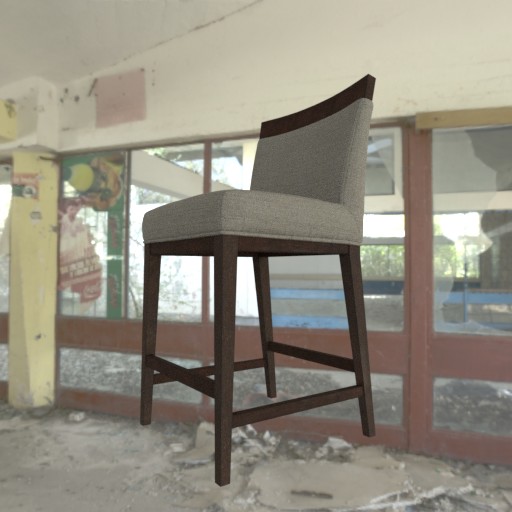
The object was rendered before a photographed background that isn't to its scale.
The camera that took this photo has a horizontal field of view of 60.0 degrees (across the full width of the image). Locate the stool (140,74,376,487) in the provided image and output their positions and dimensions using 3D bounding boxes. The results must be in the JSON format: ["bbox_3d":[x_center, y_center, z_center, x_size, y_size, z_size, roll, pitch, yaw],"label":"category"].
[{"bbox_3d":[0.000,0.000,1.305,0.531,1.009,0.512,1,-2,-35],"label":"stool"}]
